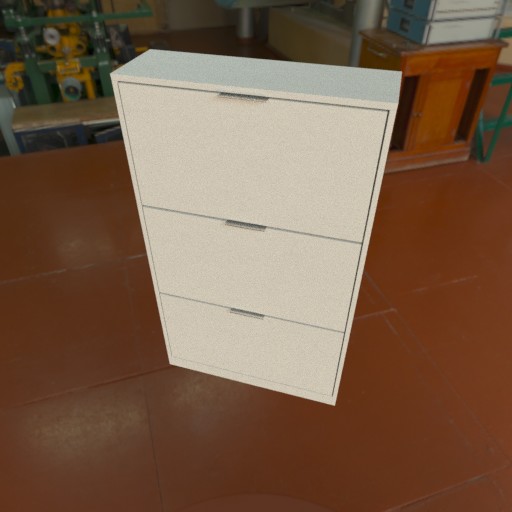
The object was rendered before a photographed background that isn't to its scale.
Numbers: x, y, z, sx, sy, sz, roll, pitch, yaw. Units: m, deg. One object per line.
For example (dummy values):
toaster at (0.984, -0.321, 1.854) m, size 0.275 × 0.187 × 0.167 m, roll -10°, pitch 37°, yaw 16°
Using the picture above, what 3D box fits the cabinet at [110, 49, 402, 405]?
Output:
cabinet at (0.000, 0.000, 1.600) m, size 0.750 × 1.280 × 0.250 m, roll 11°, pitch 41°, yaw 12°
